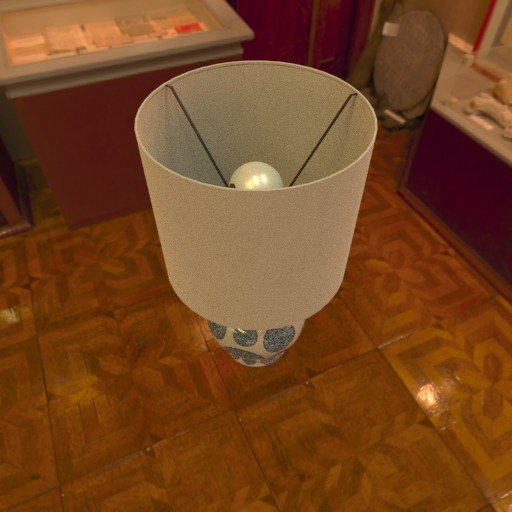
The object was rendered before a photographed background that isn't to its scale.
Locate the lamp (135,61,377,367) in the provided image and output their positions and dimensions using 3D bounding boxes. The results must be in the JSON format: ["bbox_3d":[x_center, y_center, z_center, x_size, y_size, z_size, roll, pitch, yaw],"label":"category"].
[{"bbox_3d":[0.000,0.000,0.539,0.215,0.381,0.215,-17,50,-15],"label":"lamp"}]
